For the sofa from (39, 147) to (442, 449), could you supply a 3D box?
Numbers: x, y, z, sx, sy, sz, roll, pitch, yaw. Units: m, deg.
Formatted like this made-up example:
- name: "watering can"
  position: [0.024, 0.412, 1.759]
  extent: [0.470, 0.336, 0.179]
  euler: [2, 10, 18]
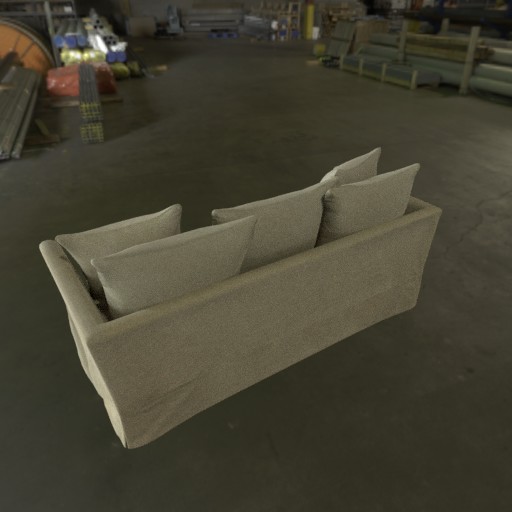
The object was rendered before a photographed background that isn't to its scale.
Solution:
- name: "sofa"
  position: [0.000, 0.000, 2.794]
  extent: [2.290, 1.034, 1.031]
  euler: [-19, 36, -28]
